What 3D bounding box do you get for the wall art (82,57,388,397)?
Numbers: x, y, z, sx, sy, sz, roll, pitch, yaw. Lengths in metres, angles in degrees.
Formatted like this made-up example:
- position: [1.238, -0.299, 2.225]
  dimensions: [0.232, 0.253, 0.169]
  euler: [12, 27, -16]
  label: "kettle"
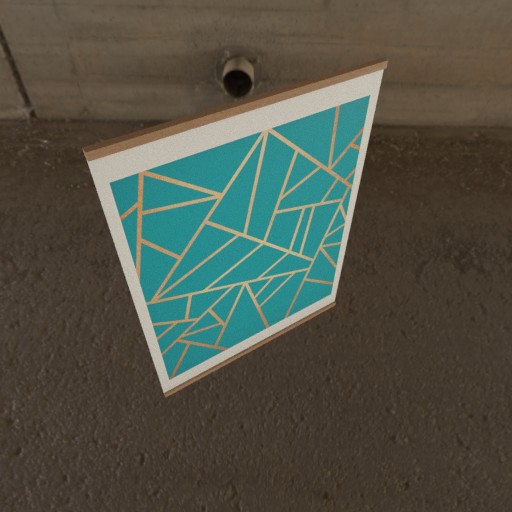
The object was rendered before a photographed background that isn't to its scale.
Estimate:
- position: [0.000, 0.000, 0.805]
  dimensions: [0.459, 0.608, 0.012]
  euler: [-24, 51, -21]
  label: "wall art"
